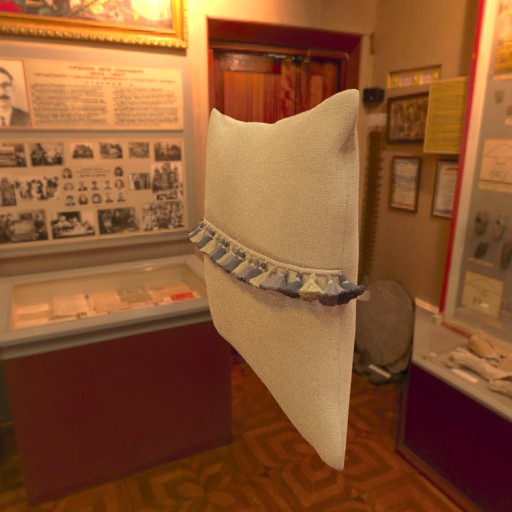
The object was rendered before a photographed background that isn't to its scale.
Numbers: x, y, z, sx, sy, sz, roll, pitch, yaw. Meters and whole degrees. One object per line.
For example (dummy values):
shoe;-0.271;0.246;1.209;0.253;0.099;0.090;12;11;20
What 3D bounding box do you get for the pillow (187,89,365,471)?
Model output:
pillow;0.000;0.000;0.726;0.165;0.481;0.489;-7;17;-23
